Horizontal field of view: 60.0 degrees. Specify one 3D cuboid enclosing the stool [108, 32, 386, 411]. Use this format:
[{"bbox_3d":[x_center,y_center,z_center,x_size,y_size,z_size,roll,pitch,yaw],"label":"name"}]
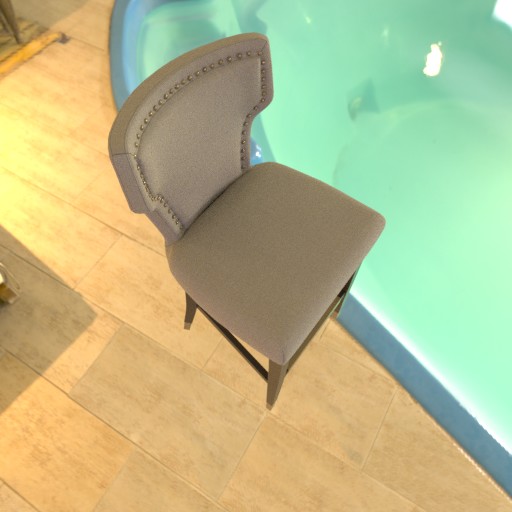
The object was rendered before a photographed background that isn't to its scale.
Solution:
[{"bbox_3d":[0.000,0.000,1.365,0.563,1.092,0.526,33,64,18],"label":"stool"}]
